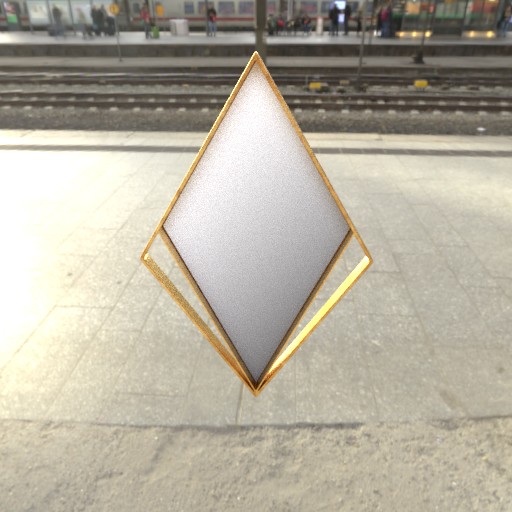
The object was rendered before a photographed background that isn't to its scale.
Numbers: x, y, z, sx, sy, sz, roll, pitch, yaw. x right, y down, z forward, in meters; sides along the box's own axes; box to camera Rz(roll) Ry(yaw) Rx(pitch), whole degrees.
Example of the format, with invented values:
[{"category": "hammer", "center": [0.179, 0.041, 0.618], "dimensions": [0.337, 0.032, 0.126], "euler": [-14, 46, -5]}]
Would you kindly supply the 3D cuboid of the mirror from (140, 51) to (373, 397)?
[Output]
[{"category": "mirror", "center": [0.000, 0.000, 0.811], "dimensions": [0.419, 0.679, 0.032], "euler": [1, 29, 1]}]
